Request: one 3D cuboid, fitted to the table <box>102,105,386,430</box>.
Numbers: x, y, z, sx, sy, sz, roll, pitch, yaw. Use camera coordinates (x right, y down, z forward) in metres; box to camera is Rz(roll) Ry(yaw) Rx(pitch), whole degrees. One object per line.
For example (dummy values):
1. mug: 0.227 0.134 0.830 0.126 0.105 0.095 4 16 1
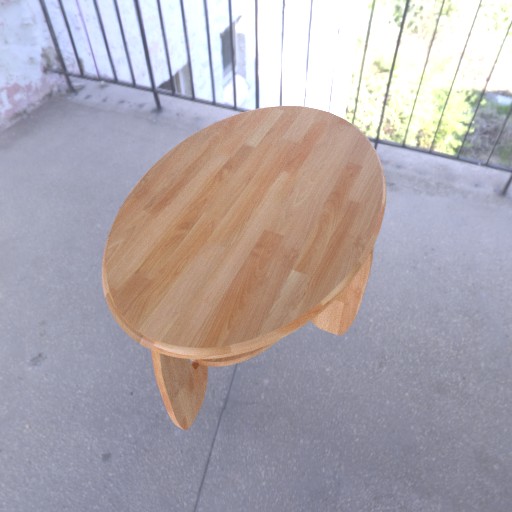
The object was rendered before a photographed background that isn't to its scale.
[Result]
1. table: 0.000 0.000 1.383 0.690 0.490 1.040 18 50 16
